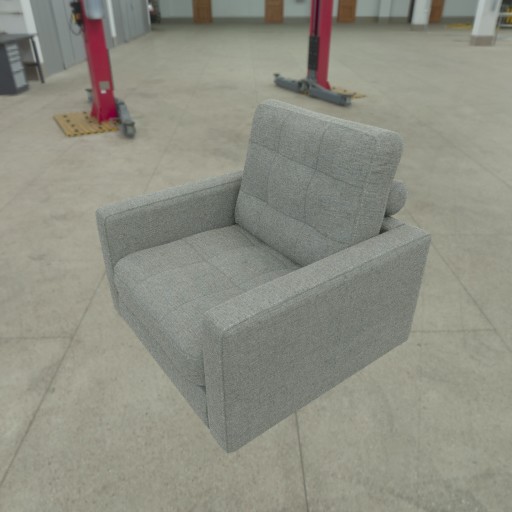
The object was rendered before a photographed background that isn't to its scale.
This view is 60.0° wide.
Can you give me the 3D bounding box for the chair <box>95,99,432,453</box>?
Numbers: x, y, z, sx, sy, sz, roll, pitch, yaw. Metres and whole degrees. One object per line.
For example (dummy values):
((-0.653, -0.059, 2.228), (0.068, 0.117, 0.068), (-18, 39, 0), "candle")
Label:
((0.000, 0.000, 1.513), (0.843, 0.880, 0.821), (-21, 37, -31), "chair")
